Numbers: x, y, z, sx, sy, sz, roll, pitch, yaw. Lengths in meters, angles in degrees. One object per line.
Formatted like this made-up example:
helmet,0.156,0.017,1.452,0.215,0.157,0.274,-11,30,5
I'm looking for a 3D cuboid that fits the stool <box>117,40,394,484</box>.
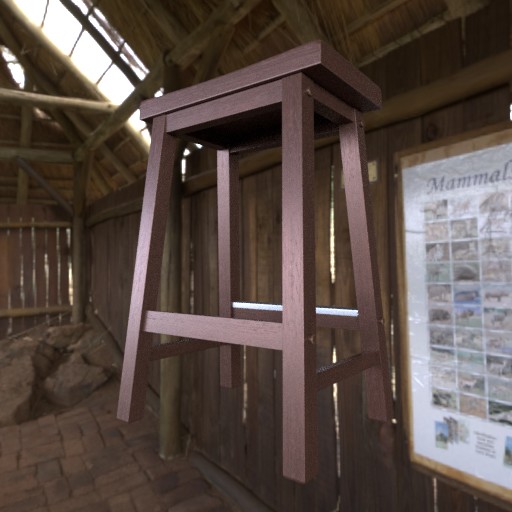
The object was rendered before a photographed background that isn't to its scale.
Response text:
stool,0.000,0.000,0.835,0.406,0.610,0.322,-1,-2,37
